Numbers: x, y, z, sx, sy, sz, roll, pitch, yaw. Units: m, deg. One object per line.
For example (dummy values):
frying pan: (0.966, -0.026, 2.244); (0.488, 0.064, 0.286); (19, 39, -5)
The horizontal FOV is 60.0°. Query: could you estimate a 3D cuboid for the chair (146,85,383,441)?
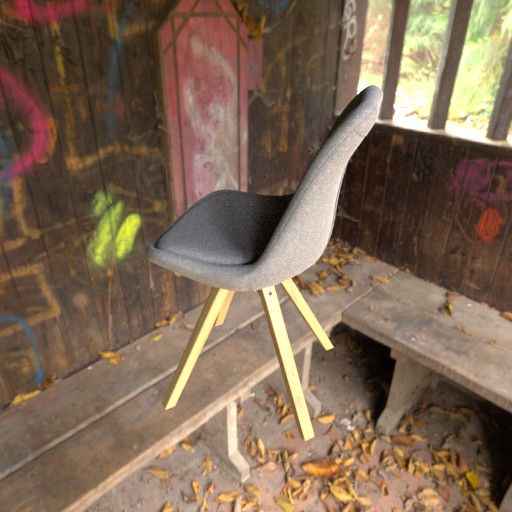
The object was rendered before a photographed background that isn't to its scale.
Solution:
chair: (0.000, 0.000, 1.206); (0.550, 0.865, 0.483); (8, 31, 14)
